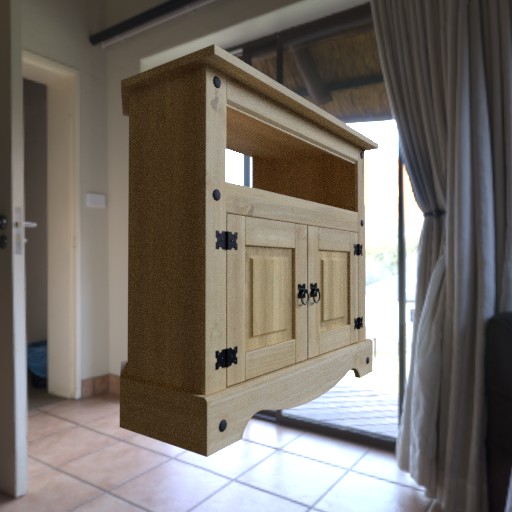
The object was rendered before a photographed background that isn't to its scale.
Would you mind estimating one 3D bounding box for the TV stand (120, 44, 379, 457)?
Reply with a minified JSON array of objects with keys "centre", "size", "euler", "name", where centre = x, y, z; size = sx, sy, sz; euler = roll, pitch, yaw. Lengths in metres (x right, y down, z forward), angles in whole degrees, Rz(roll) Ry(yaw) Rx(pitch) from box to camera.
[{"centre":[0.000,0.000,1.297],"size":[0.425,0.781,0.851],"euler":[-1,-1,36],"name":"TV stand"}]
